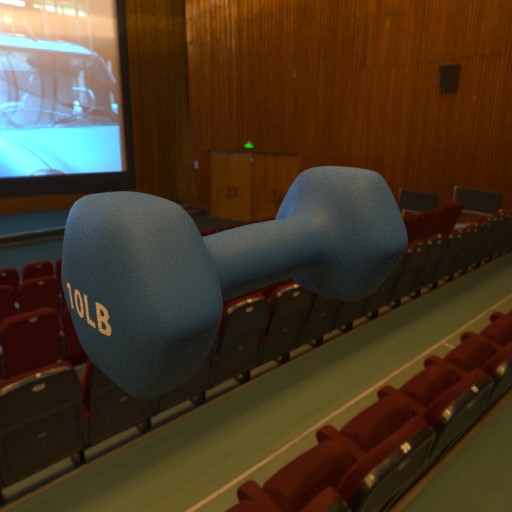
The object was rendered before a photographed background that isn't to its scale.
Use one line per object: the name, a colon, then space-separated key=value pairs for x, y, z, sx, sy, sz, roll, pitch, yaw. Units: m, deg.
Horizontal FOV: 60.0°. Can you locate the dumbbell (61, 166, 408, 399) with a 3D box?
dumbbell: x=0.000 y=0.000 z=0.268 sx=0.212 sy=0.093 sz=0.103 roll=-16 pitch=23 yaw=-40
